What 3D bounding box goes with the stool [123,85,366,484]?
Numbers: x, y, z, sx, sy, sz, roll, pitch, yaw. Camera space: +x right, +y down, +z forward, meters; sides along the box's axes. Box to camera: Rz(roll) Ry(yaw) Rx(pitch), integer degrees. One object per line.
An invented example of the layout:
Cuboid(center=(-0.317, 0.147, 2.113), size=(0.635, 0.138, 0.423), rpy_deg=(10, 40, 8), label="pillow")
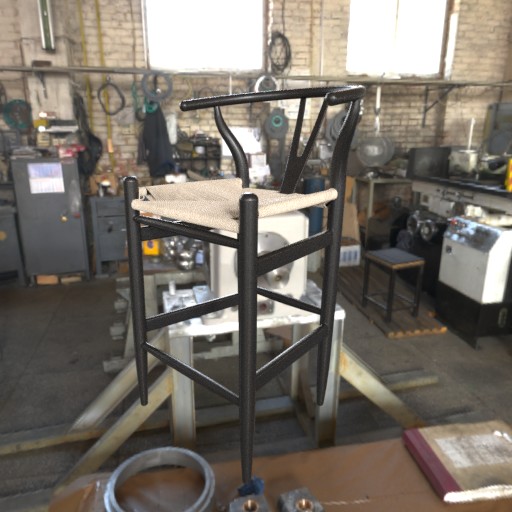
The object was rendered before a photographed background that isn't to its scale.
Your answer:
Cuboid(center=(0.000, 0.000, 1.315), size=(0.569, 0.970, 0.579), rpy_deg=(15, 22, 42), label="stool")
